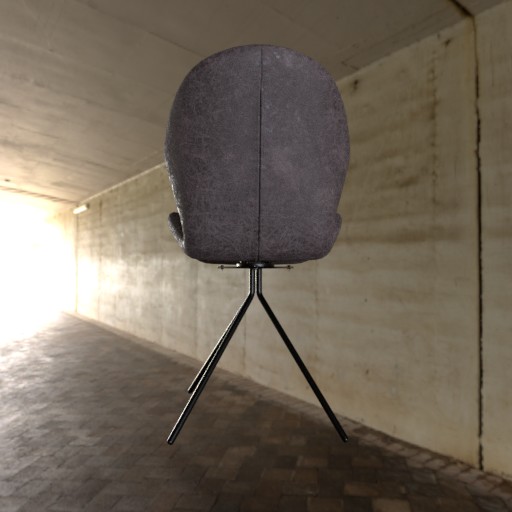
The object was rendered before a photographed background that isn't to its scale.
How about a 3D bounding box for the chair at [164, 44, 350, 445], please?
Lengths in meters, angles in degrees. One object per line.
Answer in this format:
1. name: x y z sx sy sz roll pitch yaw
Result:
1. chair: 0.000 0.000 1.277 0.527 0.934 0.640 0 -1 -2
